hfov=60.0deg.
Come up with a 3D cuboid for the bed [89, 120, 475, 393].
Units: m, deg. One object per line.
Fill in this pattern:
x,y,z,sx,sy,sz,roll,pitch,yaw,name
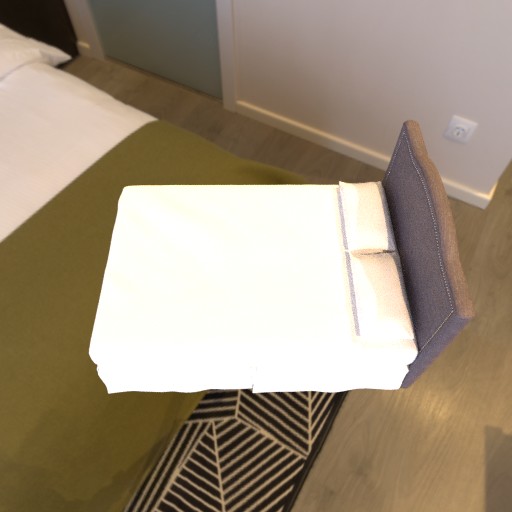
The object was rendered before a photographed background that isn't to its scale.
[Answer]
0.000,0.000,3.488,2.507,1.441,1.741,0,57,0,bed
